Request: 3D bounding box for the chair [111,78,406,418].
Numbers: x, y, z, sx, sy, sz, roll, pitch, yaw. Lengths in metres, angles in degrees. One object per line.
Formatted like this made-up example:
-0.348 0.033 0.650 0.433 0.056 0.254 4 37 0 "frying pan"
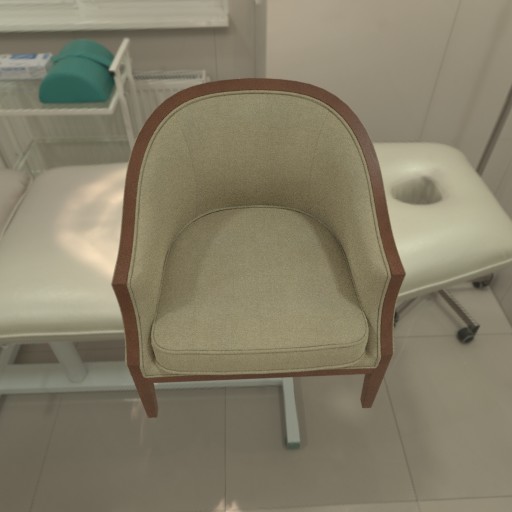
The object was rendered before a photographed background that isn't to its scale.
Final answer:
0.000 0.000 1.455 0.803 0.876 0.735 -2 46 -2 "chair"
